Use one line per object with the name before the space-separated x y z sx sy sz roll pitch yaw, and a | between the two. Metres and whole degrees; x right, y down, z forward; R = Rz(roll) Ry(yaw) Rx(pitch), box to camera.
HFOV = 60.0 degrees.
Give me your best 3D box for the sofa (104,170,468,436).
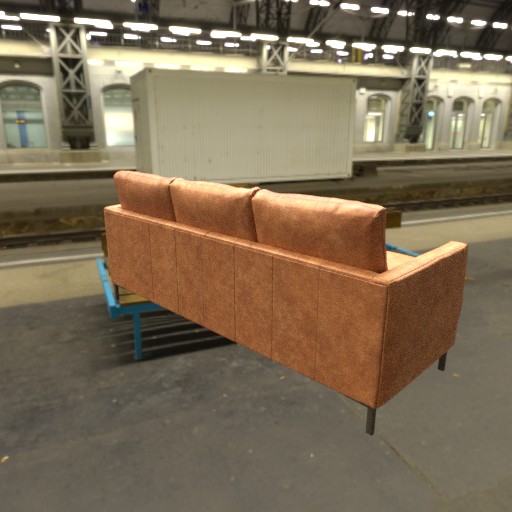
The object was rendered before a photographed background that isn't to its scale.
sofa | 0.000 0.000 2.440 2.029 0.863 0.748 16 22 42
